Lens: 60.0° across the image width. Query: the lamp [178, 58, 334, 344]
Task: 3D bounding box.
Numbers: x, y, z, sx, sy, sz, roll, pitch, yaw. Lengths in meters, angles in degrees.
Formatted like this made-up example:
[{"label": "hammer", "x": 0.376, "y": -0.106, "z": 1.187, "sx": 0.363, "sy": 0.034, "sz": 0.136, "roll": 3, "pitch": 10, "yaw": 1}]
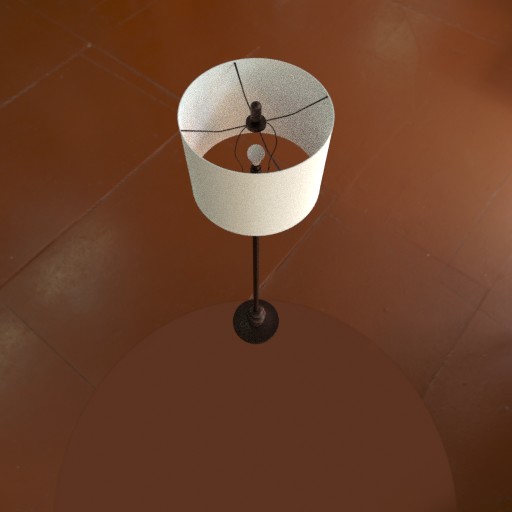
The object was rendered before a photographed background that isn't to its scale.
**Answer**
[{"label": "lamp", "x": 0.000, "y": 0.000, "z": 1.647, "sx": 0.356, "sy": 1.487, "sz": 0.356, "roll": -16, "pitch": 64, "yaw": -8}]
